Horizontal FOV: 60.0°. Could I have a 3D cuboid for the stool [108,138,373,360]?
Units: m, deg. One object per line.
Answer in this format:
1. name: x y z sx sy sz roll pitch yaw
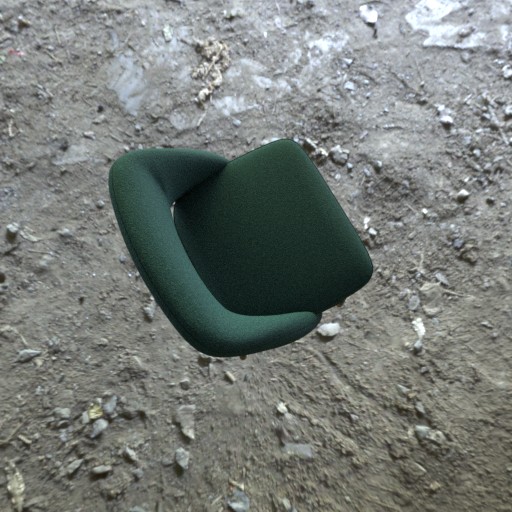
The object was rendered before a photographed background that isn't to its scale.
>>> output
1. stool: 0.000 0.000 1.287 0.522 0.939 0.536 -28 77 -7
